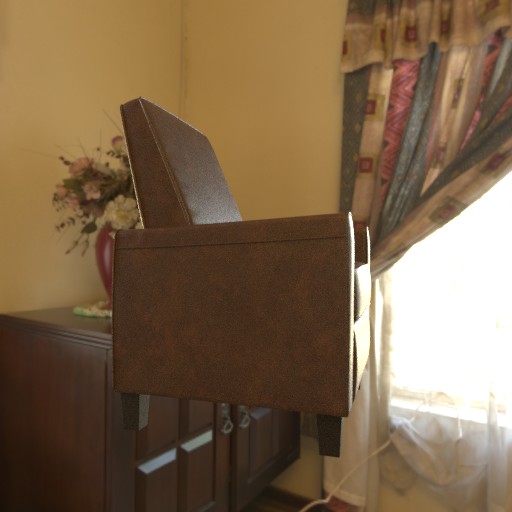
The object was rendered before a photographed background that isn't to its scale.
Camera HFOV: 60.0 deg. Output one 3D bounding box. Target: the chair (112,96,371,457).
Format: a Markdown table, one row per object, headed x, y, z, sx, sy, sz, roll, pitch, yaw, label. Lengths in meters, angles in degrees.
| x | y | z | sx | sy | sz | roll | pitch | yaw | label |
| --- | --- | --- | --- | --- | --- | --- | --- | --- | --- |
| 0.000 | 0.000 | 1.517 | 0.746 | 1.013 | 0.705 | 0 | 0 | 18 | chair |
